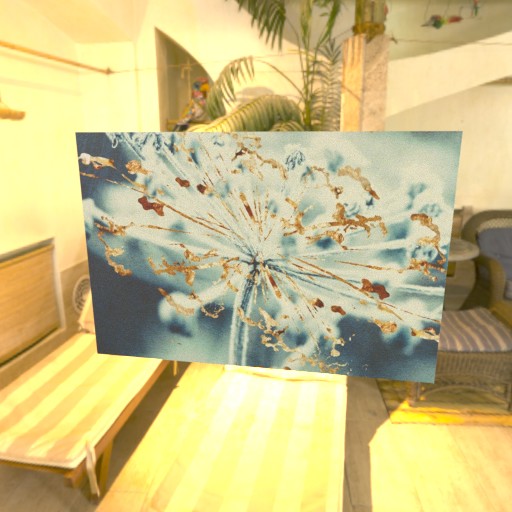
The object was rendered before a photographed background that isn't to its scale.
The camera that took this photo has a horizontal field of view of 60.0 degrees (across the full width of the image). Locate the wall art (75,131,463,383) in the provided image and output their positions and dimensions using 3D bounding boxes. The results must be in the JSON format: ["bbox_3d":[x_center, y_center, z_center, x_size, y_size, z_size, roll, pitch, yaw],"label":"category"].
[{"bbox_3d":[0.000,0.000,1.127,0.912,0.608,0.038,3,15,10],"label":"wall art"}]
